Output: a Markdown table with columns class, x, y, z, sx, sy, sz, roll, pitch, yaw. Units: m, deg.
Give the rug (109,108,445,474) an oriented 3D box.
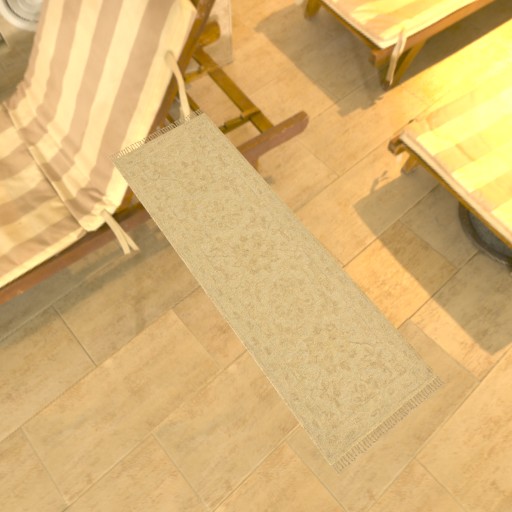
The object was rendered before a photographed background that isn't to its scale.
| class | x | y | z | sx | sy | sz | roll | pitch | yaw |
| --- | --- | --- | --- | --- | --- | --- | --- | --- | --- |
| rug | 0.000 | 0.000 | 2.852 | 0.795 | 0.015 | 2.544 | -33 | 68 | -15 |
